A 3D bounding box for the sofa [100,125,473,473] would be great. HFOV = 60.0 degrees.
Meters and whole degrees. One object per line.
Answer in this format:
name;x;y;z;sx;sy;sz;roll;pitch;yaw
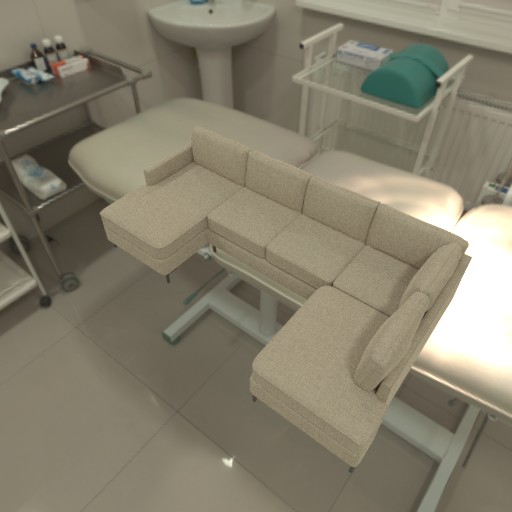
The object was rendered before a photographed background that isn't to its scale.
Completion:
sofa;0.000;0.000;4.281;3.423;0.996;2.021;29;52;26
